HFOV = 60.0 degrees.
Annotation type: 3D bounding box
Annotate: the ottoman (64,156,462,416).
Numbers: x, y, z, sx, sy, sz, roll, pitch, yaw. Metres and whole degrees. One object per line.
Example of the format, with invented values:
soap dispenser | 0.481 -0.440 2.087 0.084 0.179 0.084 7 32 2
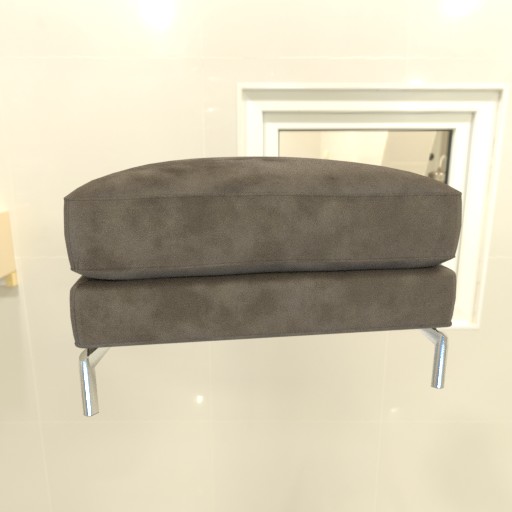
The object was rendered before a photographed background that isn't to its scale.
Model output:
ottoman | 0.000 0.000 1.041 0.719 0.456 0.520 -2 13 -8
